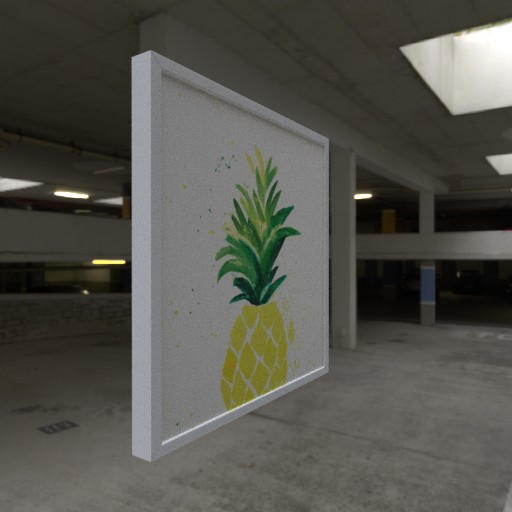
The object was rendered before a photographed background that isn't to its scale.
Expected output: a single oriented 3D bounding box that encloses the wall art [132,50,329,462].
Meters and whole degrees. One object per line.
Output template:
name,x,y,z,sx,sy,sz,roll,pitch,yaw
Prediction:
wall art,0.000,0.000,0.765,0.035,0.507,0.508,0,0,34
